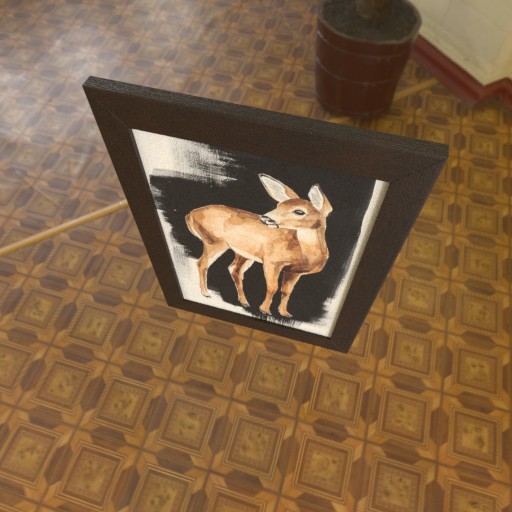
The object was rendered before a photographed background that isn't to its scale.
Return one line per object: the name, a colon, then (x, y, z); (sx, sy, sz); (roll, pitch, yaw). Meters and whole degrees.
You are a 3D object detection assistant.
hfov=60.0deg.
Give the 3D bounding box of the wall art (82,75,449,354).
wall art: (0.000, 0.000, 0.640); (0.359, 0.513, 0.017); (14, 59, 8)
